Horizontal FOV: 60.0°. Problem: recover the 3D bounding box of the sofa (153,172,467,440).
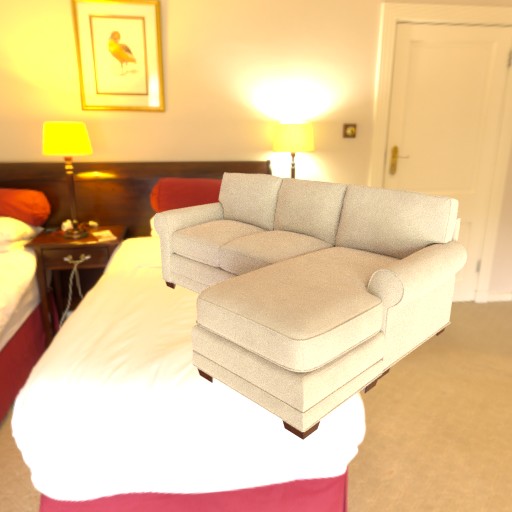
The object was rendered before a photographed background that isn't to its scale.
[{"bbox_3d":[0.000,0.000,2.365,1.226,0.734,1.770,-16,23,-42],"label":"sofa"}]
